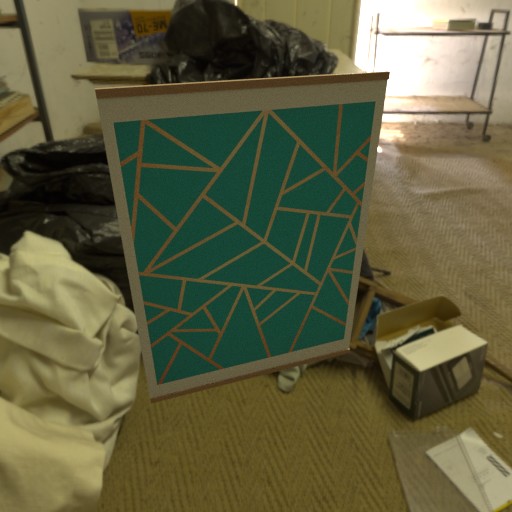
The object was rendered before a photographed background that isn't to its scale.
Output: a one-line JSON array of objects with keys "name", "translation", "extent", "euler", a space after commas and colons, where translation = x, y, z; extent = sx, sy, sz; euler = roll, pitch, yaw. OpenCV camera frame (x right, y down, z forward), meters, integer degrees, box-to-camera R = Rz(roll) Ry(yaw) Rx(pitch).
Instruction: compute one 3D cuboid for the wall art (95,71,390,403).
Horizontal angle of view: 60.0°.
[{"name": "wall art", "translation": [0.000, 0.000, 1.354], "extent": [0.758, 1.016, 0.013], "euler": [-10, 32, -16]}]
